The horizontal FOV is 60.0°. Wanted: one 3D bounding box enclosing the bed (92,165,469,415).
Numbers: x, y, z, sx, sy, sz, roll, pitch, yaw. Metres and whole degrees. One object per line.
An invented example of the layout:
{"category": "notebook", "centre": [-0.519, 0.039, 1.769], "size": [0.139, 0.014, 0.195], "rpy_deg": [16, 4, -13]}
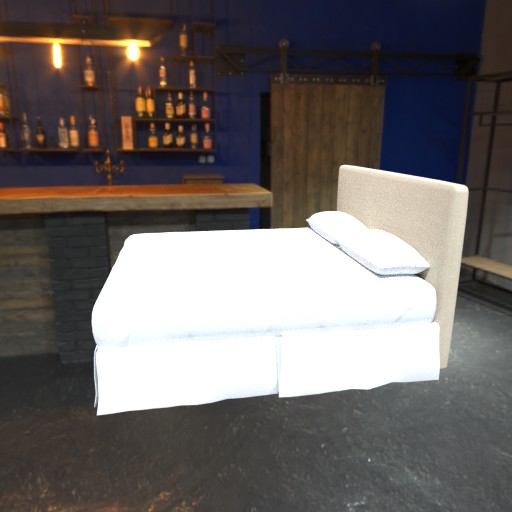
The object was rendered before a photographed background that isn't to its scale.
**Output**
{"category": "bed", "centre": [0.000, 0.000, 3.589], "size": [2.319, 1.317, 2.119], "rpy_deg": [-2, 15, -9]}
